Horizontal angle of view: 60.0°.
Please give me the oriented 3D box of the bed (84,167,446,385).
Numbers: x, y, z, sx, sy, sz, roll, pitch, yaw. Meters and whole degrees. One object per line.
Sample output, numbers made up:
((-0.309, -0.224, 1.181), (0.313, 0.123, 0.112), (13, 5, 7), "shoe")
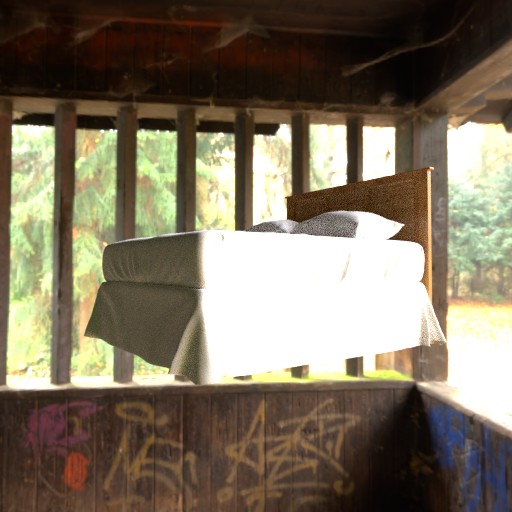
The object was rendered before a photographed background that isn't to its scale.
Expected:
((0.000, 0.000, 3.289), (2.035, 1.273, 1.870), (1, -2, -35), "bed")
